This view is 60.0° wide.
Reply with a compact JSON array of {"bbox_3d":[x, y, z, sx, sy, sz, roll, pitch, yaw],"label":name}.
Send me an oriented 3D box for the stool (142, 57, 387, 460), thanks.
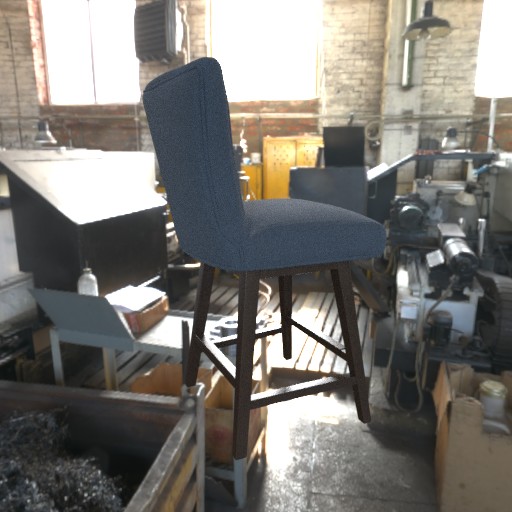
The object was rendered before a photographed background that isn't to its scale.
[{"bbox_3d":[0.000,0.000,1.335,0.574,1.000,0.514,-7,15,-26],"label":"stool"}]
